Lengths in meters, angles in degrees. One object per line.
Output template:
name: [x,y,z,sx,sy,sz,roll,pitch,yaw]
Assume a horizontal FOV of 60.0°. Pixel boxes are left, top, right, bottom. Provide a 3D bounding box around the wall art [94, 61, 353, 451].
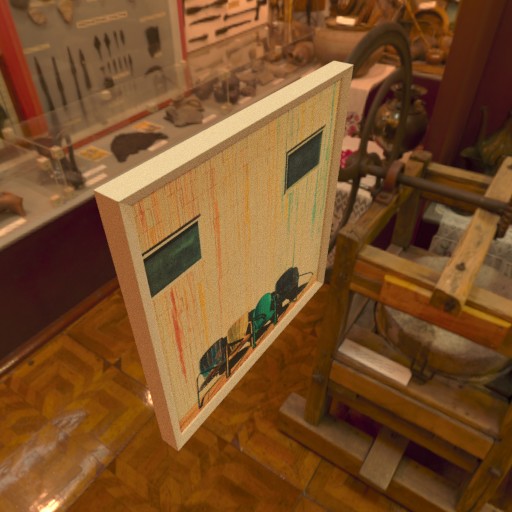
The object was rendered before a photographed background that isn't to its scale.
wall art: [0.000,0.000,0.757,0.037,0.508,0.508,25,46,26]
